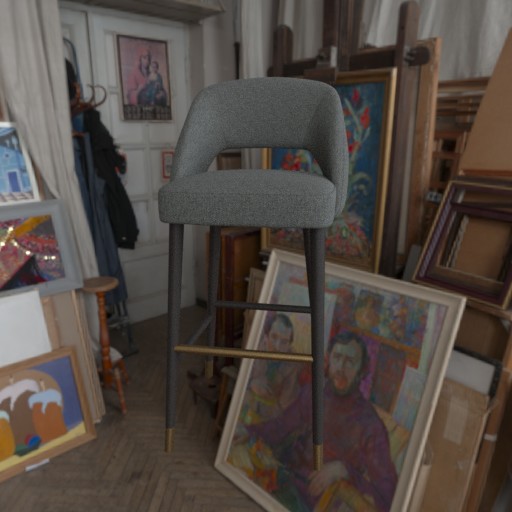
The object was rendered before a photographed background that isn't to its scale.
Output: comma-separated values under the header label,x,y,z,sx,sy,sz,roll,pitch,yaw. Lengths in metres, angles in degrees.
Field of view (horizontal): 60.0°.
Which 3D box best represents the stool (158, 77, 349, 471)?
label,x,y,z,sx,sy,sz,roll,pitch,yaw
stool,0.000,0.000,1.378,0.536,1.089,0.524,3,16,9
